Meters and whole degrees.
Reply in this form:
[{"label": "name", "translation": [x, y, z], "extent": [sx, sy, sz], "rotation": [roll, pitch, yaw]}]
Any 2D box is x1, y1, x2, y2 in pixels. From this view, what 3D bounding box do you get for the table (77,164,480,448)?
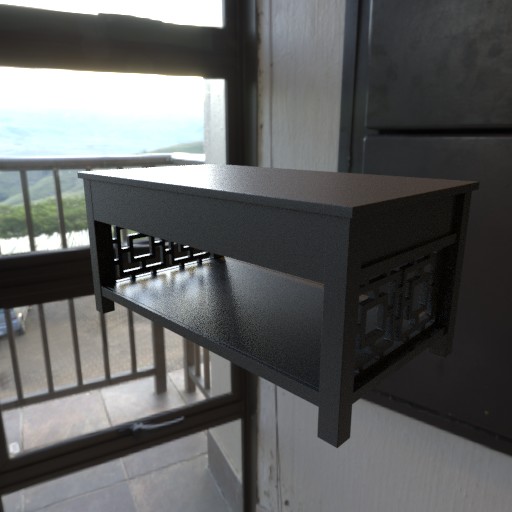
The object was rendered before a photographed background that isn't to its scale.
[{"label": "table", "translation": [0.000, 0.000, 1.386], "extent": [1.068, 0.493, 0.612], "rotation": [15, 21, 43]}]
